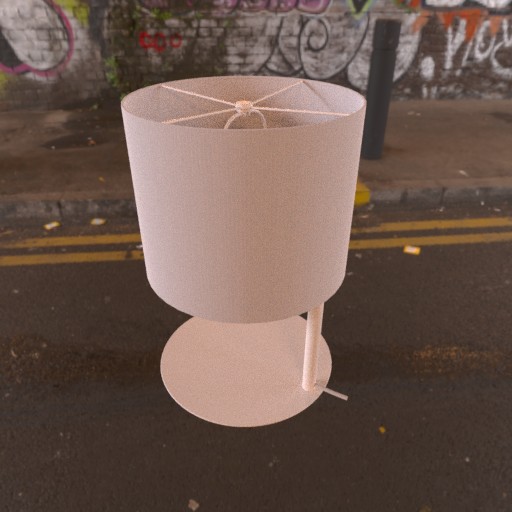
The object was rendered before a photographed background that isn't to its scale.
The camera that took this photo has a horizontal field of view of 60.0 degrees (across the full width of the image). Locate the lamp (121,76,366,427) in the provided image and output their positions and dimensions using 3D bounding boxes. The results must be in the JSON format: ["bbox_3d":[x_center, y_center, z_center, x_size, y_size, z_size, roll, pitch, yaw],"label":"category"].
[{"bbox_3d":[0.000,0.000,0.663,0.341,0.454,0.299,20,37,29],"label":"lamp"}]
